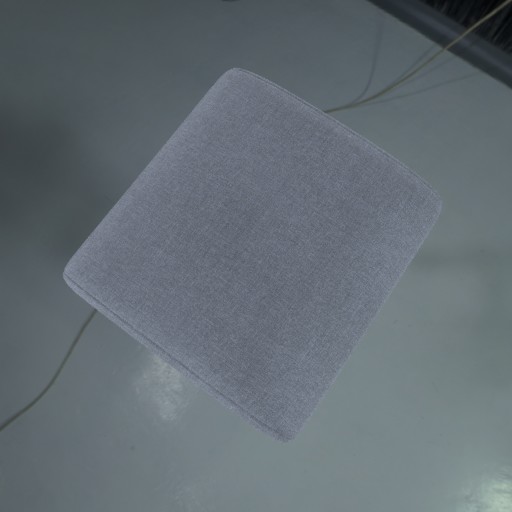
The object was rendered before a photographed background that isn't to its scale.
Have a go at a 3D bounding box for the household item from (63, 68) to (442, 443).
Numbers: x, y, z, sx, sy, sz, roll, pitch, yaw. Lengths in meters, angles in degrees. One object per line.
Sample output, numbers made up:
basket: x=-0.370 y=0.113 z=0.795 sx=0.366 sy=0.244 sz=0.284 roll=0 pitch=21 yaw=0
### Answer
household item: x=0.000 y=0.000 z=0.921 sx=0.530 sy=0.410 sz=0.530 roll=35 pitch=79 yaw=7
